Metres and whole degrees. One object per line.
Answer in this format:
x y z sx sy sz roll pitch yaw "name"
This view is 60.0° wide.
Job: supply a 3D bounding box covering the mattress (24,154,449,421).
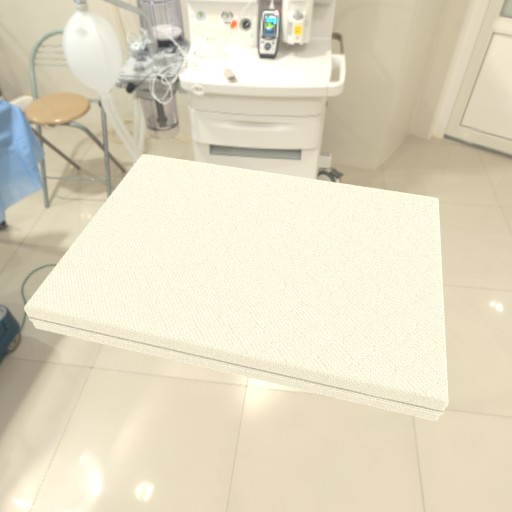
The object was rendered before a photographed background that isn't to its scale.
0.000 0.000 2.510 2.000 0.200 1.400 10 47 10 "mattress"
